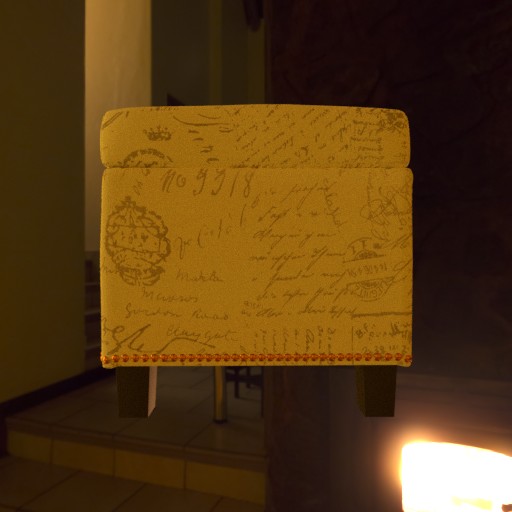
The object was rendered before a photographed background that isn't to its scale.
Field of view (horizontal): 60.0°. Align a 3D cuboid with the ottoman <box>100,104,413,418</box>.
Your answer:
[{"bbox_3d":[0.000,0.000,0.837,0.449,0.457,0.450,0,0,0],"label":"ottoman"}]
